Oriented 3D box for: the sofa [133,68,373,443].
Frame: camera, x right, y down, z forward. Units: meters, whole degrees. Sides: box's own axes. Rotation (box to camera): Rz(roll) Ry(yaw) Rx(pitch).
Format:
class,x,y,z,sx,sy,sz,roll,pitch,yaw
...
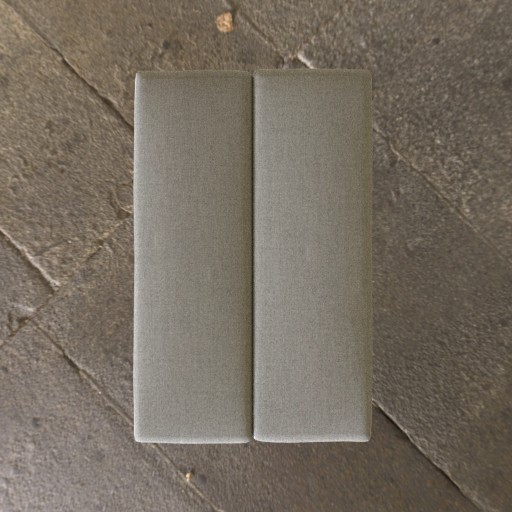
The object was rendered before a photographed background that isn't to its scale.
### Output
class,x,y,z,sx,sy,sz,roll,pitch,yaw
sofa,0.000,0.000,1.647,0.817,0.434,1.250,0,90,0
